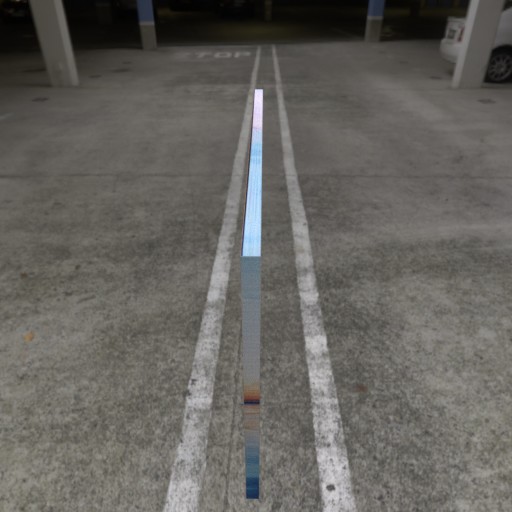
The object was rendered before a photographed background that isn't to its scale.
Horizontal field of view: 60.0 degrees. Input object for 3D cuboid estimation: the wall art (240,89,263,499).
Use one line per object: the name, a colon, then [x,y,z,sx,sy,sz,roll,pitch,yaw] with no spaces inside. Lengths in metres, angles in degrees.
wall art: [0.000,0.000,0.750,0.018,0.402,0.604,1,34,1]
